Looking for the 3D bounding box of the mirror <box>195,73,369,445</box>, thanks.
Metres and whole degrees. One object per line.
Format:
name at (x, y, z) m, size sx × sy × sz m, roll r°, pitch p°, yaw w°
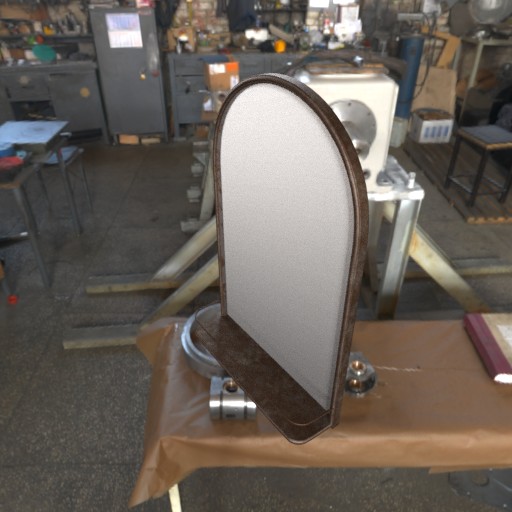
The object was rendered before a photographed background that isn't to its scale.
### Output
mirror at (0.000, 0.000, 1.020) m, size 0.137 × 0.770 × 0.510 m, roll -21°, pitch 39°, yaw -29°
